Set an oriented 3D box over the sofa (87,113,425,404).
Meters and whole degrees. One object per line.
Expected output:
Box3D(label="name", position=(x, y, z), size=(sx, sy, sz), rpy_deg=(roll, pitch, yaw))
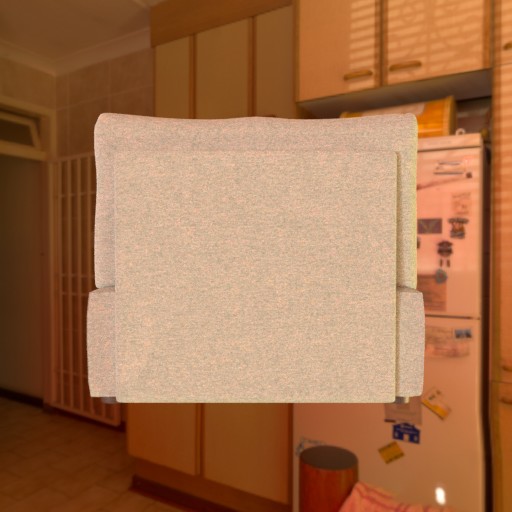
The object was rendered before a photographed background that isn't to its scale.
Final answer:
Box3D(label="sofa", position=(0.000, 0.000, 1.696), size=(0.930, 0.820, 1.000), rpy_deg=(0, 1, 0))
